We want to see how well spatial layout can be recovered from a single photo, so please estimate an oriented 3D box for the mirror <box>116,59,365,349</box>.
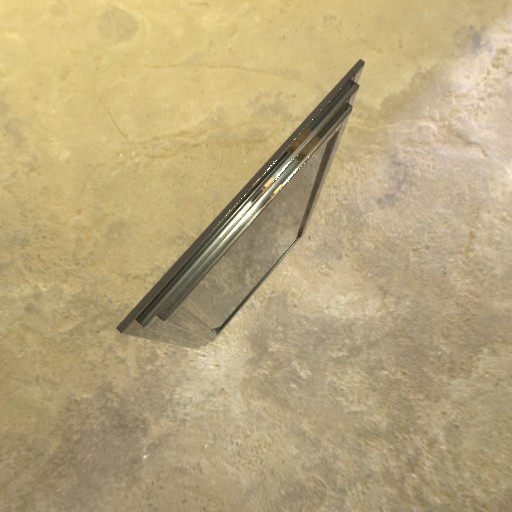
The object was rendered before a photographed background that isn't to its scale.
[{"bbox_3d":[0.000,0.000,1.164,0.039,0.914,0.613,39,80,9],"label":"mirror"}]
